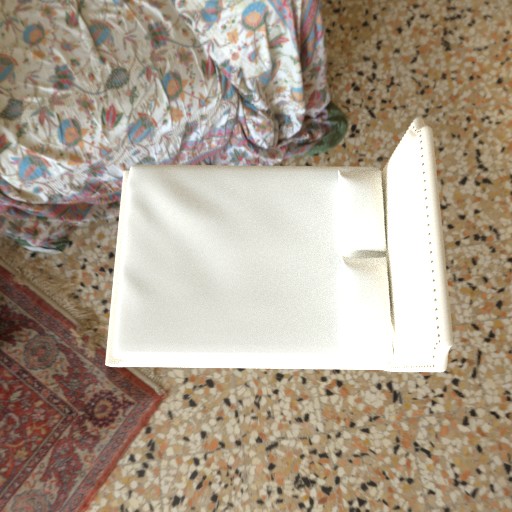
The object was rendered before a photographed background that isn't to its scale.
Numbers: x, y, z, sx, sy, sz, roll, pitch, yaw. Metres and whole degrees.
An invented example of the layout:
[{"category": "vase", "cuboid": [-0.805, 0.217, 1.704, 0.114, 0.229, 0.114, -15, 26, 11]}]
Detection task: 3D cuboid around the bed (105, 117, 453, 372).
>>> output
[{"category": "bed", "cuboid": [0.000, 0.000, 3.436, 2.365, 1.443, 1.712, 1, 75, 0]}]
